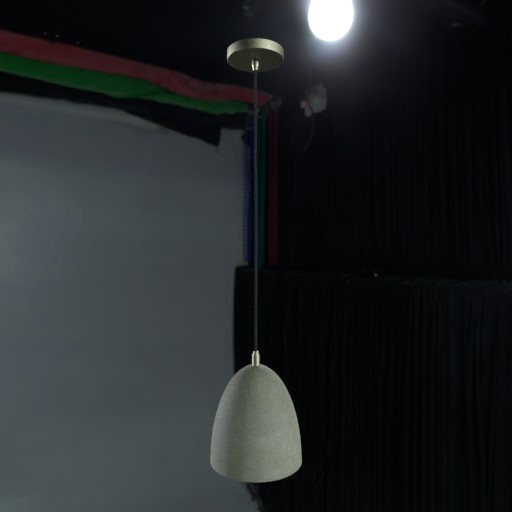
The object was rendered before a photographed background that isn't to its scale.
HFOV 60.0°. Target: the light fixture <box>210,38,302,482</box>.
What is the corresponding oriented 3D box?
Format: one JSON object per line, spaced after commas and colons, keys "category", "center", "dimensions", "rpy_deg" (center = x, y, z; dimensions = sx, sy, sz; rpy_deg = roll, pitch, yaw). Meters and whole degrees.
{"category": "light fixture", "center": [0.000, 0.000, 0.826], "dimensions": [0.170, 0.759, 0.170], "rpy_deg": [0, 0, -37]}
